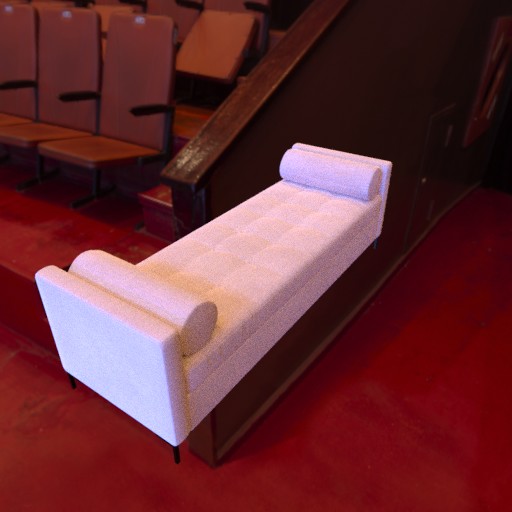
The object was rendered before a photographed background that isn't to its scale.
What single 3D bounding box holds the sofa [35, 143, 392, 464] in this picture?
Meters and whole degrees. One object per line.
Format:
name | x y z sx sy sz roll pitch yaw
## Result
sofa | 0.000 0.000 2.359 0.686 0.635 1.981 20 37 29
